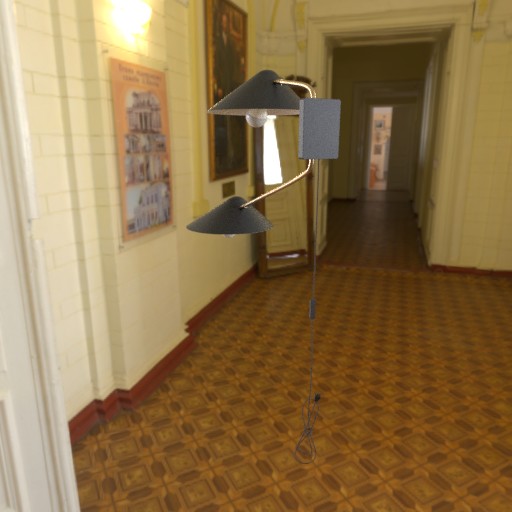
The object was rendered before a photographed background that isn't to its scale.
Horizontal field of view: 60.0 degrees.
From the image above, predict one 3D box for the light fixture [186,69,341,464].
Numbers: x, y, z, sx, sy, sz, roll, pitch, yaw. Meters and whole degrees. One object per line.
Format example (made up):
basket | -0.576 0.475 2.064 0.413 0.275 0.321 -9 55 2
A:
light fixture | 0.000 0.000 0.863 0.189 0.665 0.422 -8 16 -27
